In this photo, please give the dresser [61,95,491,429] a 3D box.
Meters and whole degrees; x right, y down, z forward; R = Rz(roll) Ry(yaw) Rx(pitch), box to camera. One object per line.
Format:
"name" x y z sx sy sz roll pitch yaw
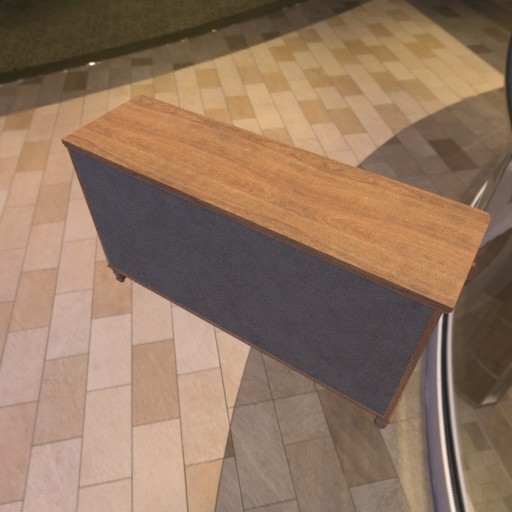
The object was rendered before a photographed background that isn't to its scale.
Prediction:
"dresser" 0.000 0.000 1.963 1.583 0.892 0.468 25 51 22
